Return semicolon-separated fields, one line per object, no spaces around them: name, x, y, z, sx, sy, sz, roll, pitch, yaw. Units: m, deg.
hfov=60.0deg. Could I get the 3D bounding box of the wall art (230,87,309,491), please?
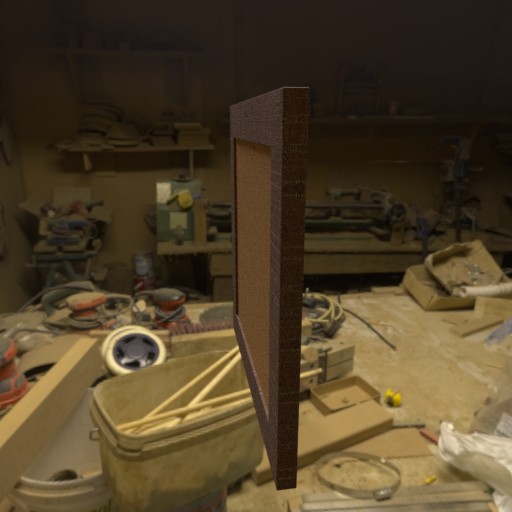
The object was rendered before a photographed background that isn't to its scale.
wall art;0.000;0.000;0.800;0.029;0.531;0.531;-3;17;-9
